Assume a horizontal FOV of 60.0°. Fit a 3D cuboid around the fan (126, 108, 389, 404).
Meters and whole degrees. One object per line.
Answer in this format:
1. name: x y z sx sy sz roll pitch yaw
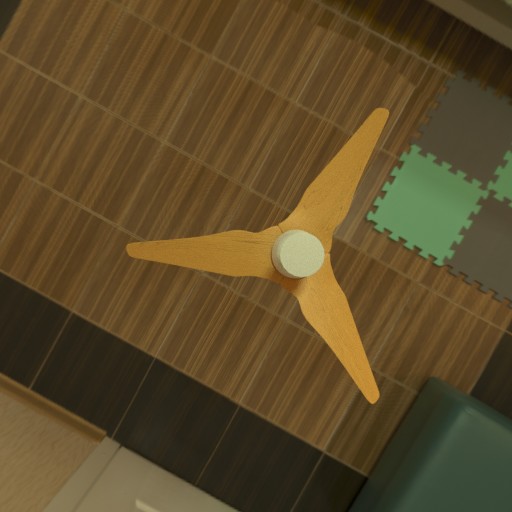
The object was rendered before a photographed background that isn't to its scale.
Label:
1. fan: 0.000 0.000 1.613 1.010 0.355 1.142 0 91 1
